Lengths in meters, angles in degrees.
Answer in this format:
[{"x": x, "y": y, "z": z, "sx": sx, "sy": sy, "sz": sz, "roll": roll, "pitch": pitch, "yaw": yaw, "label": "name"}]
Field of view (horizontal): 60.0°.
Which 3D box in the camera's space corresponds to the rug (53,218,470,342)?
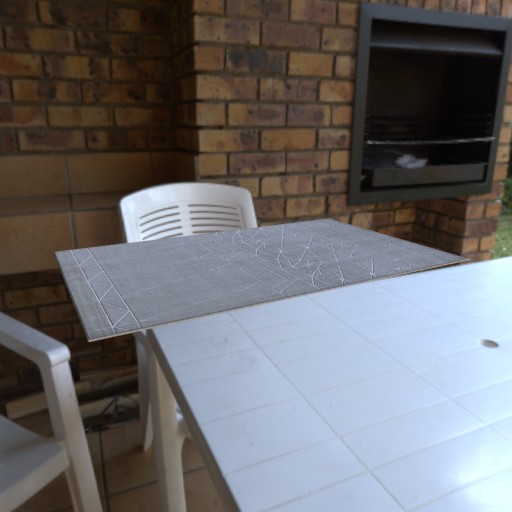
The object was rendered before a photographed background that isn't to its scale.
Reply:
[{"x": 0.000, "y": 0.000, "z": 3.060, "sx": 2.438, "sy": 0.012, "sz": 1.524, "roll": -9, "pitch": 19, "yaw": -27, "label": "rug"}]
